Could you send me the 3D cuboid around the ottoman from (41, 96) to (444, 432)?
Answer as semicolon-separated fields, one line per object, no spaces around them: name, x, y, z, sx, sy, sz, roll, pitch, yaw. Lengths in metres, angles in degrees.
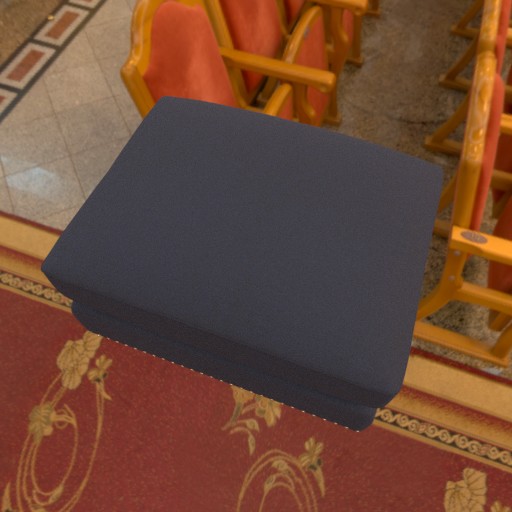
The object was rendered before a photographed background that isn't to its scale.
ottoman;0.000;0.000;1.112;0.741;0.513;0.584;17;61;10
